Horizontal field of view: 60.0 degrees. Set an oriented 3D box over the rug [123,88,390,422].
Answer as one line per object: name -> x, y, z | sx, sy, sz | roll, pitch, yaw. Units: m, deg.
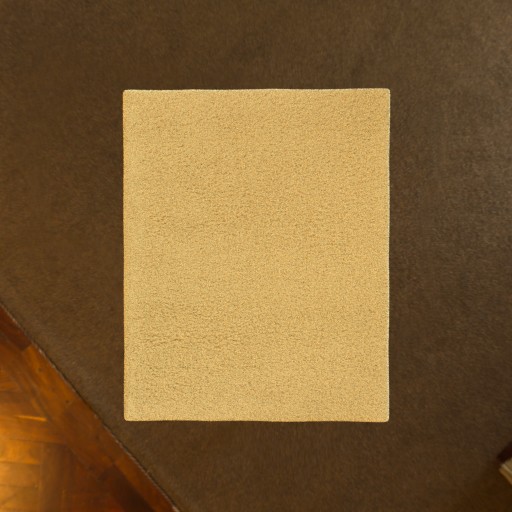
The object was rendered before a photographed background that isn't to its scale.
rug -> 0.000, 0.000, 4.070 | 2.438, 0.029, 3.047 | 0, 91, 1
